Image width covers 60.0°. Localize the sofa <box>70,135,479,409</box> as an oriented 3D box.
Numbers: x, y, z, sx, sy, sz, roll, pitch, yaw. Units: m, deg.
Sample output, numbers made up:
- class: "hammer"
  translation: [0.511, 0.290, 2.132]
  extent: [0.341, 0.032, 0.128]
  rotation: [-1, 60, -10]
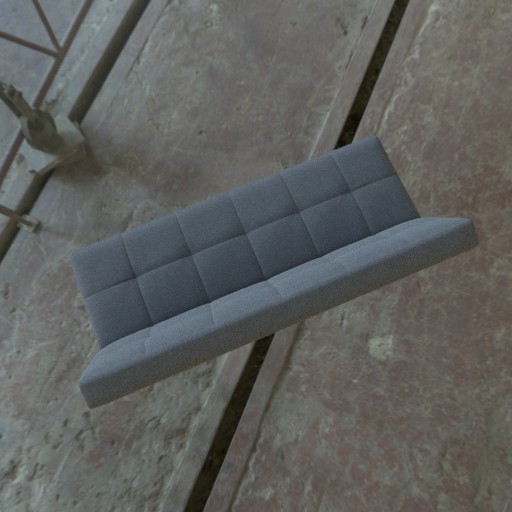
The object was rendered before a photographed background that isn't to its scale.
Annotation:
- class: "sofa"
  translation: [0.000, 0.000, 2.266]
  extent: [1.820, 0.770, 0.820]
  rotation: [-22, 77, -5]
